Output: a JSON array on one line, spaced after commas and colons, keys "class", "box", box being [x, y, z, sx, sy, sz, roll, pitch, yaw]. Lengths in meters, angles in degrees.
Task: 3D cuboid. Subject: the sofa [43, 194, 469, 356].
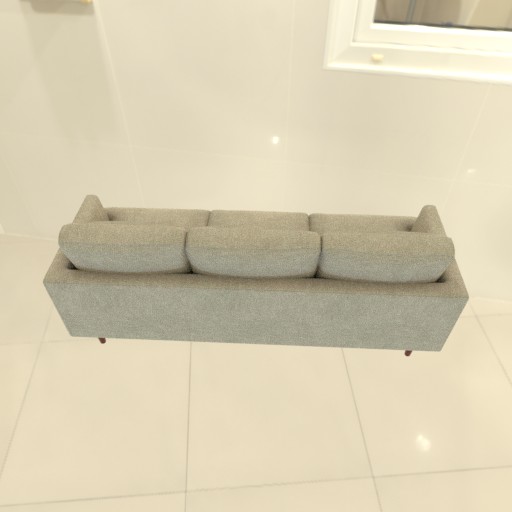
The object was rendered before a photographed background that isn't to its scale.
[{"class": "sofa", "box": [0.000, 0.000, 2.743, 2.246, 0.930, 0.903, 2, 46, 2]}]
